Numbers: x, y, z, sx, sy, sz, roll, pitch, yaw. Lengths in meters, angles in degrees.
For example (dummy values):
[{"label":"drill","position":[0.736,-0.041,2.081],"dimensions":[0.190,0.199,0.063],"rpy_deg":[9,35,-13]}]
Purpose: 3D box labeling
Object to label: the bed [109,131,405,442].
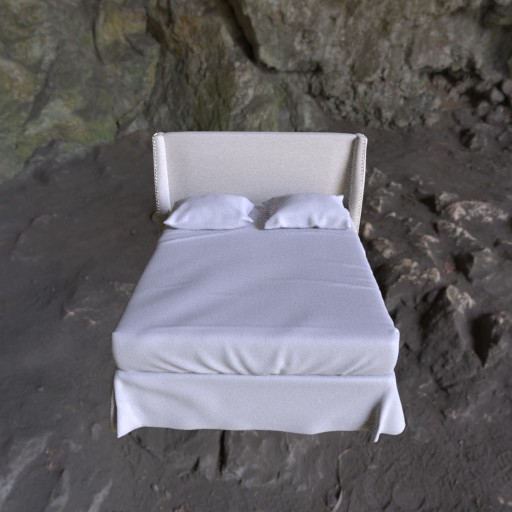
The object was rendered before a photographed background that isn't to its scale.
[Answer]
[{"label":"bed","position":[0.000,0.000,3.347],"dimensions":[1.925,1.332,2.276],"rpy_deg":[1,29,1]}]
